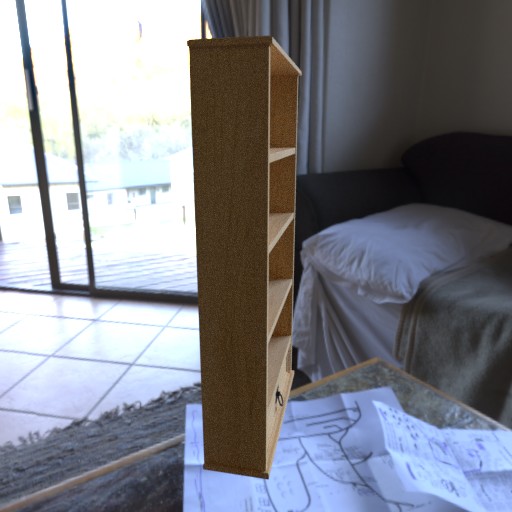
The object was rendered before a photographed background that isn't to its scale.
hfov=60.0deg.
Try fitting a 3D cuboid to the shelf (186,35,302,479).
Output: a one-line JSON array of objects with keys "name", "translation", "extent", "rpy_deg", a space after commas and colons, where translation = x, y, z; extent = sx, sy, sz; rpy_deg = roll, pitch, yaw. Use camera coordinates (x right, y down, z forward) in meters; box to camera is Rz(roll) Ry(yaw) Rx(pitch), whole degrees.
[{"name": "shelf", "translation": [0.000, 0.000, 1.248], "extent": [0.175, 1.030, 0.520], "rpy_deg": [3, 16, 11]}]
